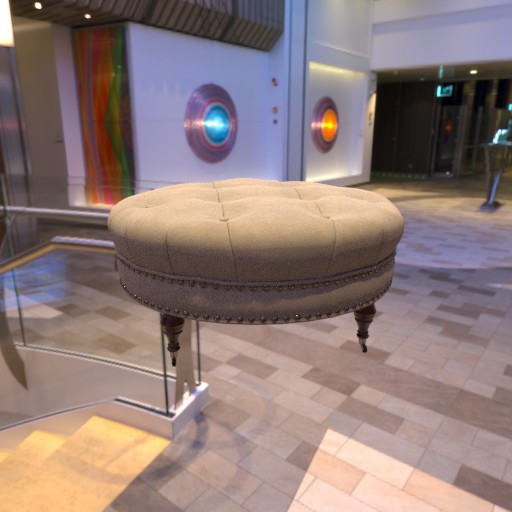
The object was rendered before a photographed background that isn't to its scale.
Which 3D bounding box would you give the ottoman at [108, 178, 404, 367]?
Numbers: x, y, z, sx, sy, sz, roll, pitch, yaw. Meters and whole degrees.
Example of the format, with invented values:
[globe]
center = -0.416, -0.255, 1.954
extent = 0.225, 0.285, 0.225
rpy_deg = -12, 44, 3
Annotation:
[ottoman]
center = 0.000, 0.000, 1.427
extent = 0.901, 0.439, 0.901
rpy_deg = 0, 16, 0
